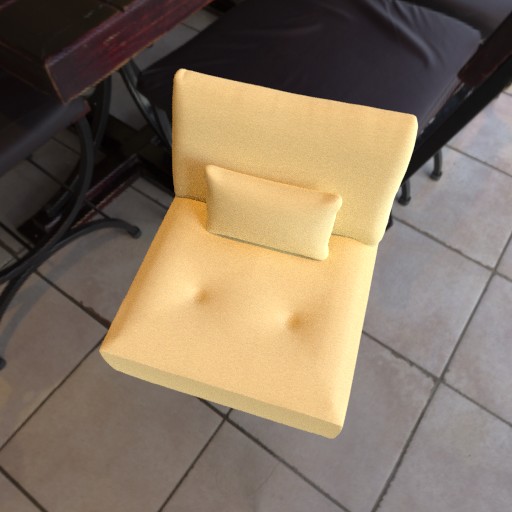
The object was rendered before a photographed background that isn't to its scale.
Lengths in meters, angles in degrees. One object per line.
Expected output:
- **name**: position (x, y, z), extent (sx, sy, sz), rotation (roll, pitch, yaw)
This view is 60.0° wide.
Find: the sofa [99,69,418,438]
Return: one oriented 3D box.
- **sofa**: position (0.000, 0.000, 1.711), extent (0.930, 0.820, 1.000), rotation (15, 61, 8)
